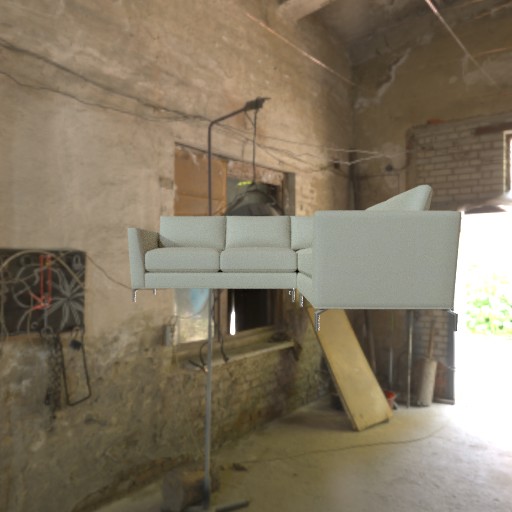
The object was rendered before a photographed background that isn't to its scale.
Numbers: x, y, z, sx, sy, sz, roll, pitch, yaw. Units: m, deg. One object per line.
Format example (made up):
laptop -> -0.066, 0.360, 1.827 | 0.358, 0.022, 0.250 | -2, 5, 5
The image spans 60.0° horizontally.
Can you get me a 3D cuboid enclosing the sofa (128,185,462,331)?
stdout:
sofa -> 0.000, 0.000, 3.760 | 2.430, 0.867, 2.448 | 0, 0, 1
